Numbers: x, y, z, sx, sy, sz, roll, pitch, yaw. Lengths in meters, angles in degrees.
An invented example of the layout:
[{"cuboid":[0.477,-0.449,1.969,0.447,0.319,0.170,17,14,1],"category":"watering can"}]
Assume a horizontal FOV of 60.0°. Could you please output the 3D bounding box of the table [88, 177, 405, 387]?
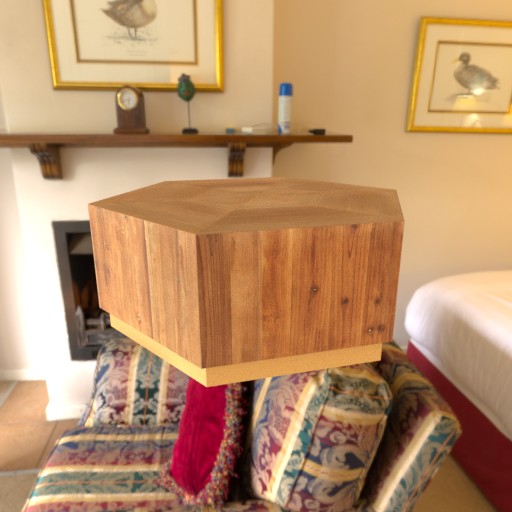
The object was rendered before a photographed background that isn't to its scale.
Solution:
[{"cuboid":[0.000,0.000,1.679,1.154,0.456,1.000,16,24,42],"category":"table"}]
